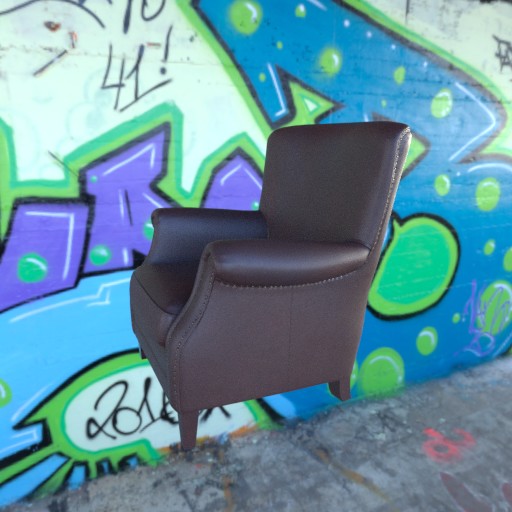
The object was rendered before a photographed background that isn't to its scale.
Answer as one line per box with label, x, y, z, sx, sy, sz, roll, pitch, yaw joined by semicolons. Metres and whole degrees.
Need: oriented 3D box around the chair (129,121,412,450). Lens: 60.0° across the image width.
chair;0.000;0.000;1.372;0.746;0.800;0.700;-7;17;-25
